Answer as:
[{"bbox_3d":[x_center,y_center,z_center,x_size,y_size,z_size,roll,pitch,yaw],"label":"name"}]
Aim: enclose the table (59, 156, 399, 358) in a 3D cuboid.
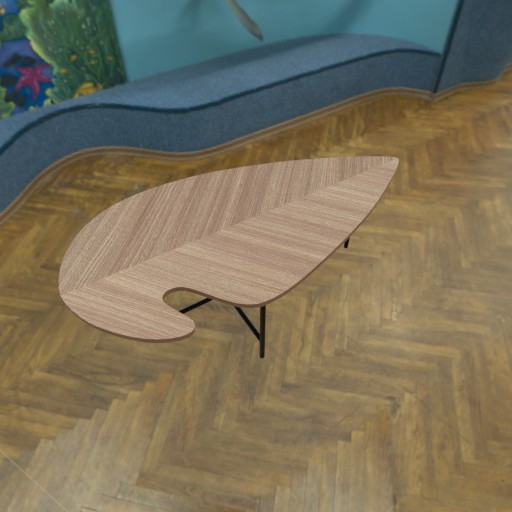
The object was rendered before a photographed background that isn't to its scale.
[{"bbox_3d":[0.000,0.000,1.504,1.199,0.360,0.598,-24,51,-21],"label":"table"}]
